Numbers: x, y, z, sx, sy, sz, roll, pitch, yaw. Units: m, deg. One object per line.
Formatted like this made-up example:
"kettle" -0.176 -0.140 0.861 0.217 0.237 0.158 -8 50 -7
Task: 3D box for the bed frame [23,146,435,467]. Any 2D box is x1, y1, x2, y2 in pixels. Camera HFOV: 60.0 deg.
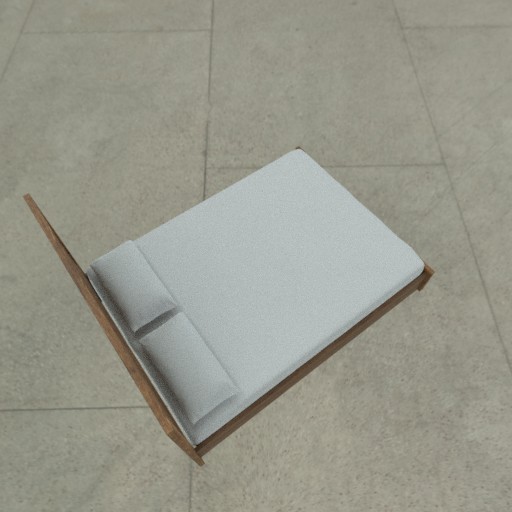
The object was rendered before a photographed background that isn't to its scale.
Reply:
"bed frame" 0.000 0.000 3.295 2.276 1.417 1.696 -33 65 -18
